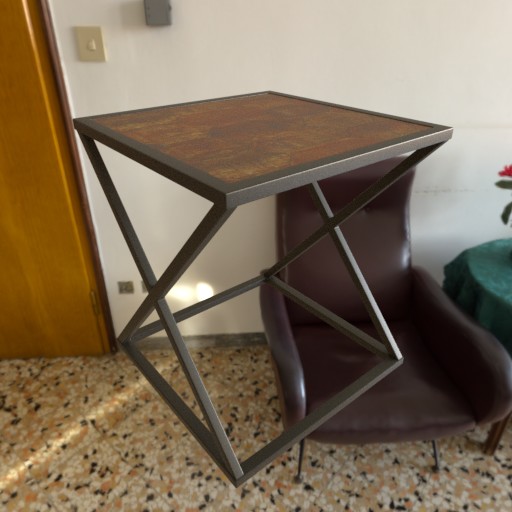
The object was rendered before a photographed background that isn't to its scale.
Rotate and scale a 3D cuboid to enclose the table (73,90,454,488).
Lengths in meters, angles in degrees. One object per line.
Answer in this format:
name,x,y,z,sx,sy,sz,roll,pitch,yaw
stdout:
table,0.000,0.000,0.956,0.500,0.565,0.500,-22,36,-33
